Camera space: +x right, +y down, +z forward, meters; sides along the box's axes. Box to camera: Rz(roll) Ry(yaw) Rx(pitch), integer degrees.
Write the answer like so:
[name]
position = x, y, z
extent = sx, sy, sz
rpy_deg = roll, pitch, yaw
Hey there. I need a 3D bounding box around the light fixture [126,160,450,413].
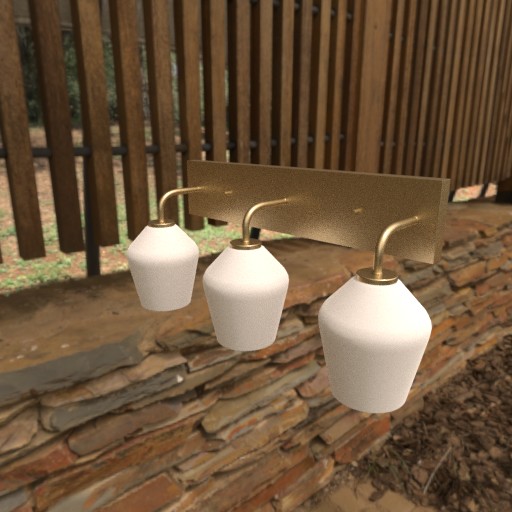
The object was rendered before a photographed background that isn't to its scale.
[light fixture]
position = 0.000, 0.000, 0.738
extent = 0.609, 0.280, 0.190
rpy_deg = 15, 22, 42
